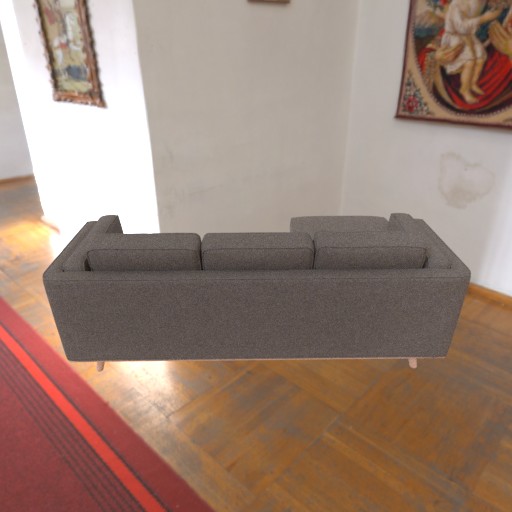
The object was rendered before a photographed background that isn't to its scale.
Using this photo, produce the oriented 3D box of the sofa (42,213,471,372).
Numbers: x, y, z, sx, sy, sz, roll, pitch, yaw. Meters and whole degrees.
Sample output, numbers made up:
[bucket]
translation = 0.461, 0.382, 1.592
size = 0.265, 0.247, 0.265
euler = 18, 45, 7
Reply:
[sofa]
translation = 0.000, 0.000, 3.249
size = 2.411, 0.929, 1.604
euler = 0, 27, -1
